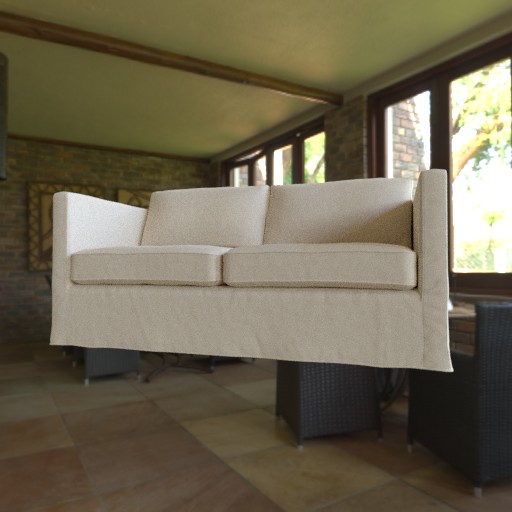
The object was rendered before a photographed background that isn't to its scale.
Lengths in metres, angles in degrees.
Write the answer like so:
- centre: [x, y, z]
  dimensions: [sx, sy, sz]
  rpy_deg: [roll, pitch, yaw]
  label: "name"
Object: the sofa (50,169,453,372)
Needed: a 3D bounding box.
- centre: [0.000, 0.000, 2.251]
  dimensions: [1.746, 0.834, 0.962]
  rpy_deg: [0, -1, 18]
  label: "sofa"
